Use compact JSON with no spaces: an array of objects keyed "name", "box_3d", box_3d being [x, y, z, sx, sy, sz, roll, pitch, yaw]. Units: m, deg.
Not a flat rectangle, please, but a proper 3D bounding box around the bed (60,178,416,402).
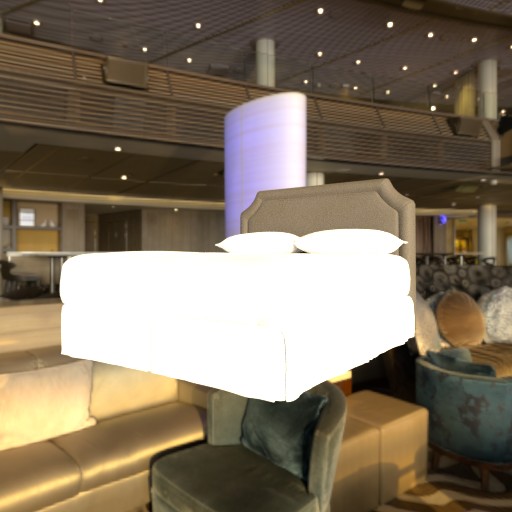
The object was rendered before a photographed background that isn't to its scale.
[{"name":"bed","box_3d":[0.000,0.000,3.942,2.194,1.561,2.536,0,0,35]}]
